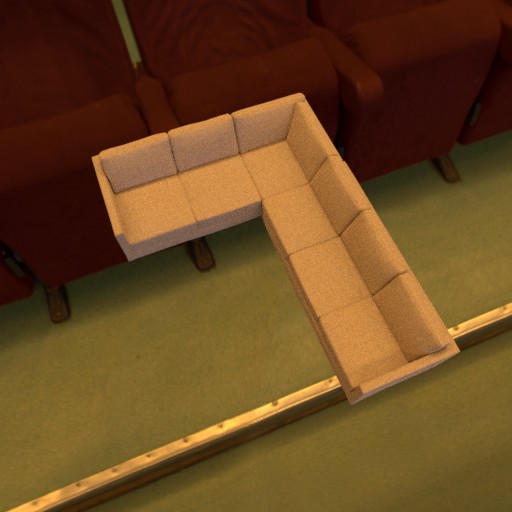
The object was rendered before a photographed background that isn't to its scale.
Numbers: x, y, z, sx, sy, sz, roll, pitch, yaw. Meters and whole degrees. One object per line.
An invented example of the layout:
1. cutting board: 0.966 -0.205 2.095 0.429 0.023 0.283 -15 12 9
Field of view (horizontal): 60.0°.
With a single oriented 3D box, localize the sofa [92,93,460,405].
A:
1. sofa: 0.000 0.000 4.369 2.432 0.863 3.182 -20 66 -9
